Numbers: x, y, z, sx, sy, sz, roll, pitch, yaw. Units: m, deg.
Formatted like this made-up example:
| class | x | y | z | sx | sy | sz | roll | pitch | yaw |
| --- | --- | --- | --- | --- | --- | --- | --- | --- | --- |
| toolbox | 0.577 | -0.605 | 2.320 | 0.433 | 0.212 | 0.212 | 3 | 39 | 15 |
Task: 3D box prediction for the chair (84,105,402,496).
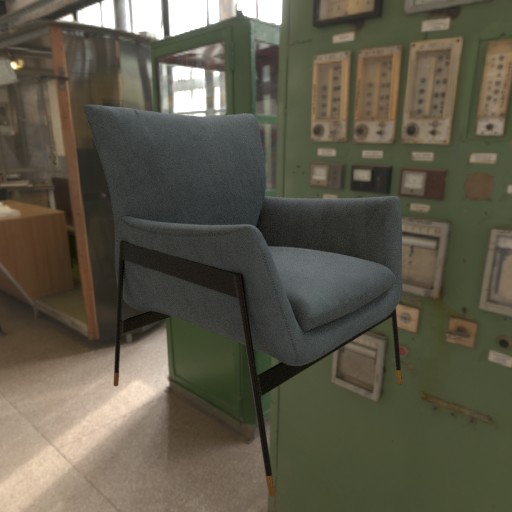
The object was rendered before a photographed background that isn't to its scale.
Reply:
| class | x | y | z | sx | sy | sz | roll | pitch | yaw |
| --- | --- | --- | --- | --- | --- | --- | --- | --- | --- |
| chair | 0.000 | 0.000 | 1.326 | 0.709 | 0.858 | 0.678 | 13 | 20 | 41 |
